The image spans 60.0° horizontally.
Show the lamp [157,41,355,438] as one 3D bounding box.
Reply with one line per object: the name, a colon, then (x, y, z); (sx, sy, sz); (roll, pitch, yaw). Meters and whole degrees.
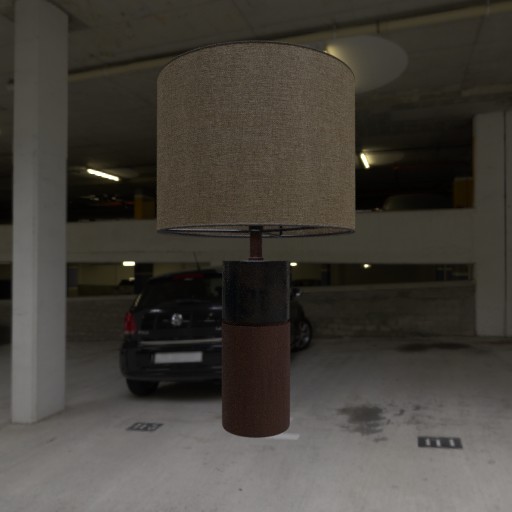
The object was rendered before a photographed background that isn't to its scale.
lamp: (0.000, 0.000, 0.461); (0.202, 0.350, 0.202); (0, -1, 0)
